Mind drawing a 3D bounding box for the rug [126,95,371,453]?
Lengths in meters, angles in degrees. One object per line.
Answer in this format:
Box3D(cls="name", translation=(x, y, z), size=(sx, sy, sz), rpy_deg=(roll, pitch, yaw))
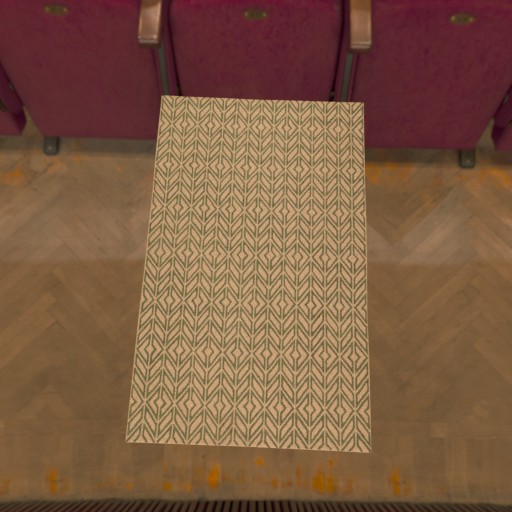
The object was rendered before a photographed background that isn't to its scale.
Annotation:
Box3D(cls="rug", translation=(0.000, 0.000, 3.030), size=(1.517, 0.011, 2.435), rpy_deg=(2, 76, 1))
